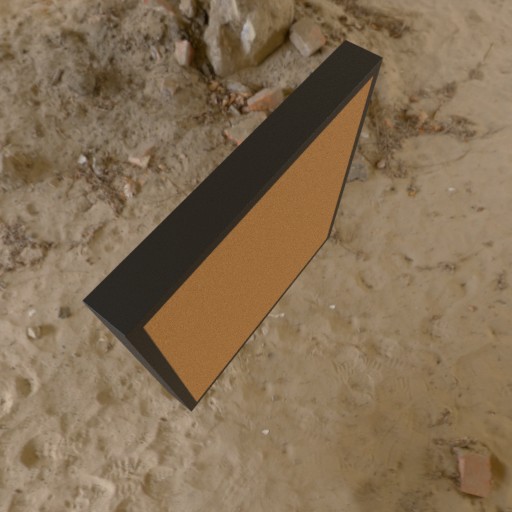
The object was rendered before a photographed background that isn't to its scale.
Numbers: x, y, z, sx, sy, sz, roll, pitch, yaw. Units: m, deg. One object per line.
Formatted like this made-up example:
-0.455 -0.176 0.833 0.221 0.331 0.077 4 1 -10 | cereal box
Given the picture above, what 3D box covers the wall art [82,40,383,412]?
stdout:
0.000 0.000 0.457 0.038 0.304 0.304 34 68 16 | wall art
